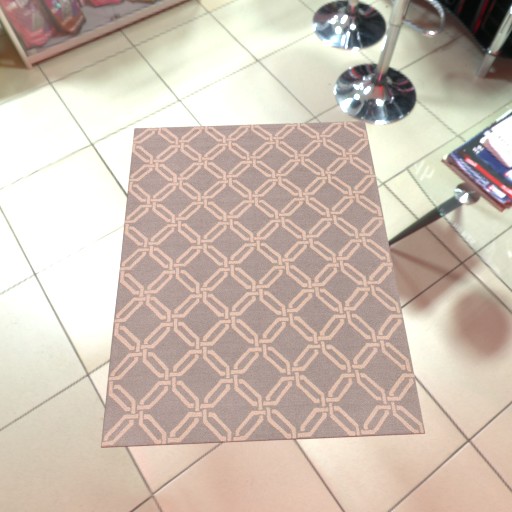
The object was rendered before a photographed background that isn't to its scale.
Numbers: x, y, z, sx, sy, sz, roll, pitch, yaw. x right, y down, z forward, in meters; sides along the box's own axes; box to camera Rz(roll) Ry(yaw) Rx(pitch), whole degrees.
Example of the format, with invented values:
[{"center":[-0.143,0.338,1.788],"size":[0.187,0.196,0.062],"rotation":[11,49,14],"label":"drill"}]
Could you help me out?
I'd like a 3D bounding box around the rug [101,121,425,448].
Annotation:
[{"center":[0.000,0.000,3.753],"size":[2.288,0.018,2.895],"rotation":[-2,64,-1],"label":"rug"}]
